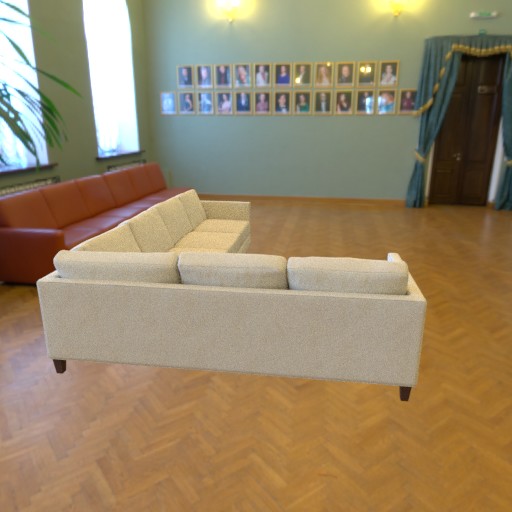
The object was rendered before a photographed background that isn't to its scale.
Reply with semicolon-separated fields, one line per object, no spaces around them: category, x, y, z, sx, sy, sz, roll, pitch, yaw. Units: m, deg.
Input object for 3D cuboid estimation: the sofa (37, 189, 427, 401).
sofa;0.000;0.000;4.242;2.432;0.863;3.182;2;17;8
